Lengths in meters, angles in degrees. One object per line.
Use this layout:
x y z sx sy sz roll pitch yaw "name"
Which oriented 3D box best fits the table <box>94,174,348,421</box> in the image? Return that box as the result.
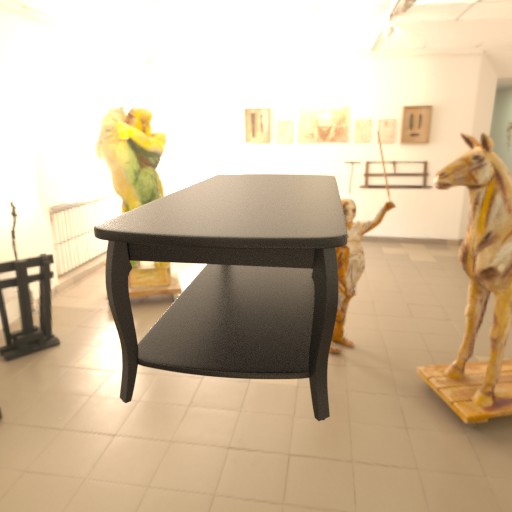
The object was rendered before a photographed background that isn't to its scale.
0.000 0.000 1.595 0.571 0.457 1.333 2 16 8 "table"
